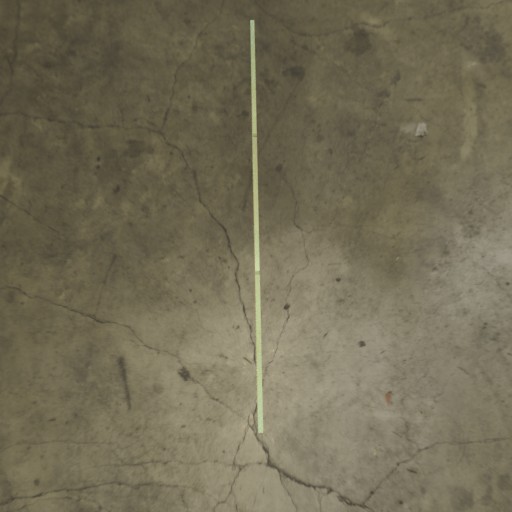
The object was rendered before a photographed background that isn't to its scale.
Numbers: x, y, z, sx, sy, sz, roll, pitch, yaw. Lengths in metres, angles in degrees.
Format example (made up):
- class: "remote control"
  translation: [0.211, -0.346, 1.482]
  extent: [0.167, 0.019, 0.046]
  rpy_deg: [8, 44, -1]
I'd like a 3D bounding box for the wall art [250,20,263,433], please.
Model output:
- class: "wall art"
  translation: [0.000, 0.000, 1.828]
  extent: [0.013, 1.219, 1.214]
  rpy_deg: [-1, 75, 0]
